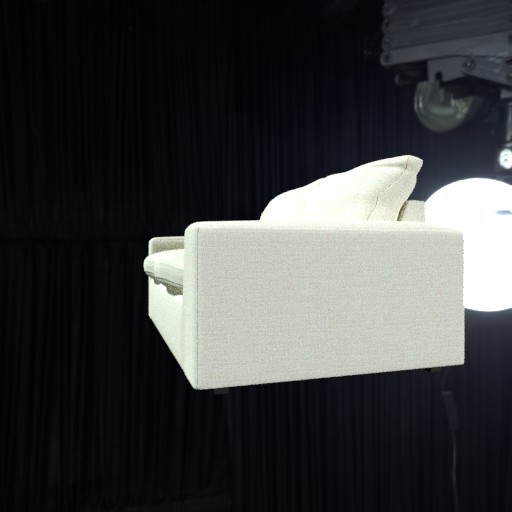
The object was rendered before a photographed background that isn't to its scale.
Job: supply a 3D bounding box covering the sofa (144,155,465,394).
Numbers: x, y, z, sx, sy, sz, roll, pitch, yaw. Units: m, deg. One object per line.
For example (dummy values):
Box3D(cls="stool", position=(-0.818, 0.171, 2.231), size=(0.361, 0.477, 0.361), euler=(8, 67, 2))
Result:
Box3D(cls="sofa", position=(0.000, 0.000, 2.331), size=(1.091, 0.875, 1.754), euler=(0, 0, -18))
